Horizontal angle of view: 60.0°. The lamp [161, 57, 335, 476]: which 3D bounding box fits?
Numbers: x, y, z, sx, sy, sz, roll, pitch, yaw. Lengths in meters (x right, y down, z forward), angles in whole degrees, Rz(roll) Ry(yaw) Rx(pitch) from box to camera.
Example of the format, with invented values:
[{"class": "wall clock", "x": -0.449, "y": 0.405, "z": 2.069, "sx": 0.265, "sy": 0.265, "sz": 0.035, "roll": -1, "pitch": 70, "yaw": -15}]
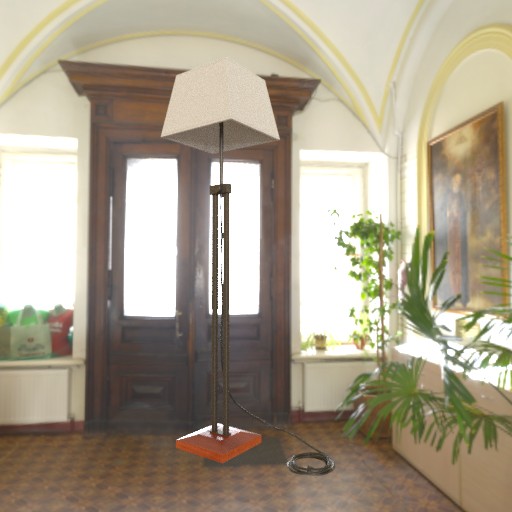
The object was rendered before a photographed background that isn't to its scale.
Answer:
[{"class": "lamp", "x": 0.000, "y": 0.000, "z": 1.987, "sx": 0.745, "sy": 1.712, "sz": 0.472, "roll": -2, "pitch": -3, "yaw": 36}]
